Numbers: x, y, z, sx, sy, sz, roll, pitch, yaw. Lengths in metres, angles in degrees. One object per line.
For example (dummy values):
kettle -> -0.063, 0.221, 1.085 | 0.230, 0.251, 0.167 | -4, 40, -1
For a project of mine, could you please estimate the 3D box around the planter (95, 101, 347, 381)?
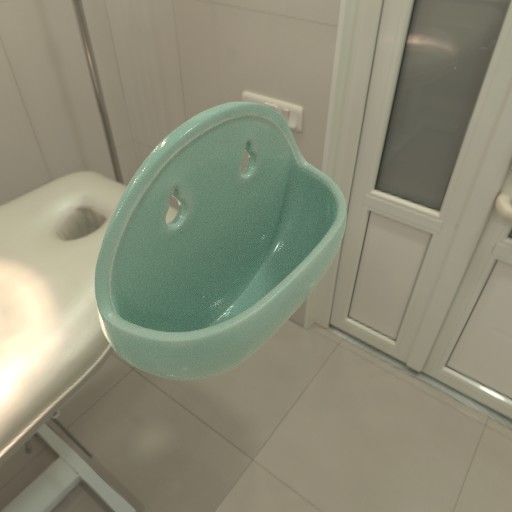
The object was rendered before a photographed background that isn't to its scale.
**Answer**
planter -> 0.000, 0.000, 0.270 | 0.073, 0.164, 0.189 | 26, 48, 26
